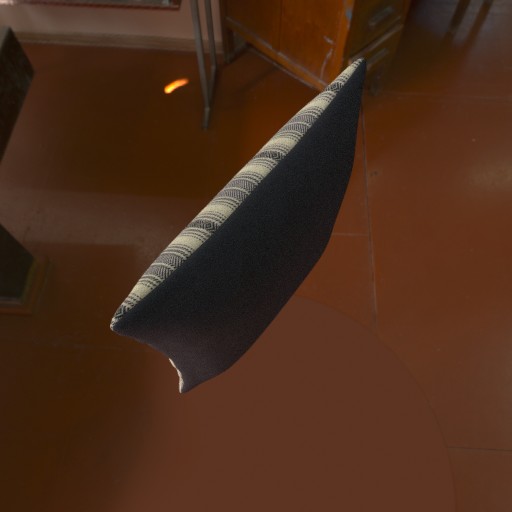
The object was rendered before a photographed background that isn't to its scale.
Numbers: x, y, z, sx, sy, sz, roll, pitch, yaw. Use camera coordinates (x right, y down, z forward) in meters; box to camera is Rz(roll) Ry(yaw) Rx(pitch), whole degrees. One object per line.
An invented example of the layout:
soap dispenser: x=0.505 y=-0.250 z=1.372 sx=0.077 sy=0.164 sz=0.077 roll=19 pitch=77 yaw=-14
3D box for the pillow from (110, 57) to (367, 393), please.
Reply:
pillow: x=0.000 y=0.000 z=0.791 sx=0.166 sy=0.508 sz=0.520 roll=35 pitch=69 yaw=16
